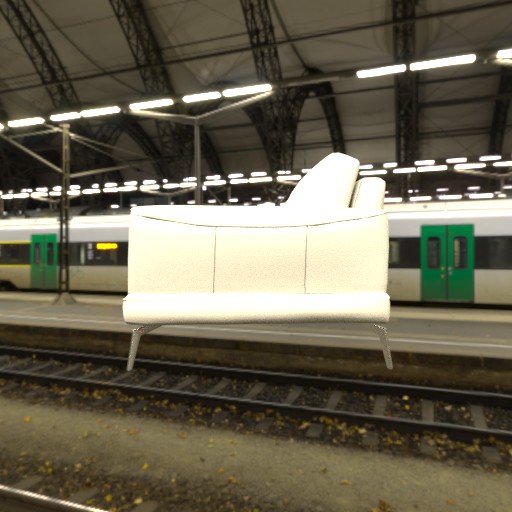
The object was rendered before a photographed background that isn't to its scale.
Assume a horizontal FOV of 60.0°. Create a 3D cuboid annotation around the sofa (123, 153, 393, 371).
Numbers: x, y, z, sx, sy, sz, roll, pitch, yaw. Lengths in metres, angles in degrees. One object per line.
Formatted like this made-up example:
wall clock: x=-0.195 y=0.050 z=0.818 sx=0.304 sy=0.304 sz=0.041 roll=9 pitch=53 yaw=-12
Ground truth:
sofa: x=0.000 y=0.000 z=2.797 sx=1.121 sy=0.930 sz=2.177 roll=0 pitch=0 yaw=-1
